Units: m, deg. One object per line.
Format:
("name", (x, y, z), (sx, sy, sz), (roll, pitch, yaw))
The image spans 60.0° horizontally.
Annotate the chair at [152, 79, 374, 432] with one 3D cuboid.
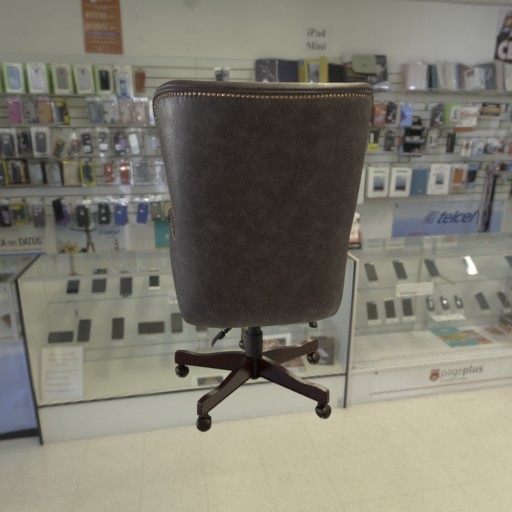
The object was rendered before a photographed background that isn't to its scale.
("chair", (0.000, 0.000, 1.479), (0.594, 1.037, 0.717), (-2, 16, -8))
